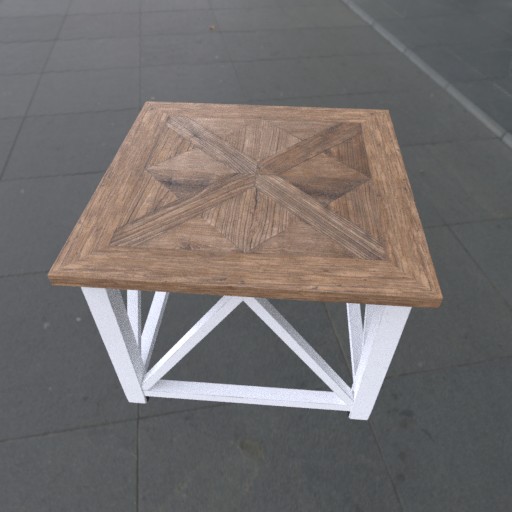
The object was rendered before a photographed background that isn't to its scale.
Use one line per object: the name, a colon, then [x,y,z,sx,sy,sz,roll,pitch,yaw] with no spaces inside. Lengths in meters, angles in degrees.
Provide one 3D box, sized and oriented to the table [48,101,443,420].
table: [0.000,0.000,1.214,0.700,0.532,0.700,3,44,3]
